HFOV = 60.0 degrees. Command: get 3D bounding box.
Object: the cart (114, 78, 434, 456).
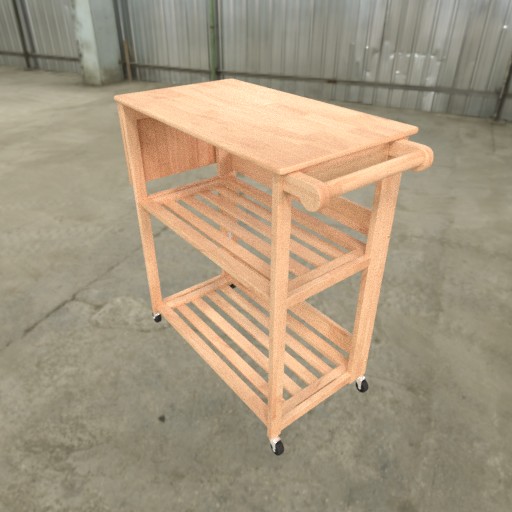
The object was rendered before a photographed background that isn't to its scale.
[{"bbox_3d":[0.000,0.000,1.379,0.432,0.879,0.853,-23,39,-32],"label":"cart"}]
